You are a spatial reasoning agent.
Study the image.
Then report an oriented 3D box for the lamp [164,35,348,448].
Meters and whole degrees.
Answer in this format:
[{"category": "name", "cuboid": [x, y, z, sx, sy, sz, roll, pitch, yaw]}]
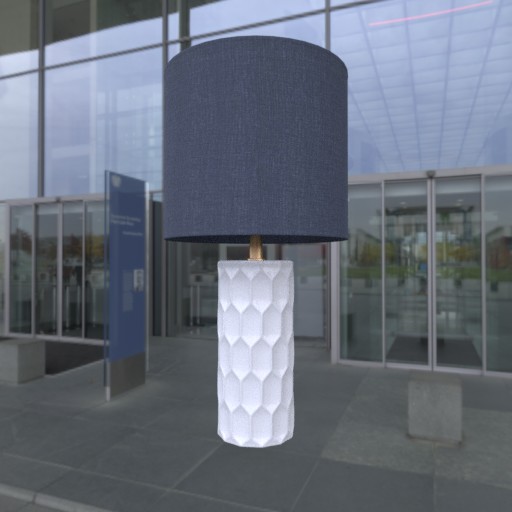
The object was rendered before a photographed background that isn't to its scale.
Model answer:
[{"category": "lamp", "cuboid": [0.000, 0.000, 0.677, 0.277, 0.537, 0.277, -1, -1, 36]}]
